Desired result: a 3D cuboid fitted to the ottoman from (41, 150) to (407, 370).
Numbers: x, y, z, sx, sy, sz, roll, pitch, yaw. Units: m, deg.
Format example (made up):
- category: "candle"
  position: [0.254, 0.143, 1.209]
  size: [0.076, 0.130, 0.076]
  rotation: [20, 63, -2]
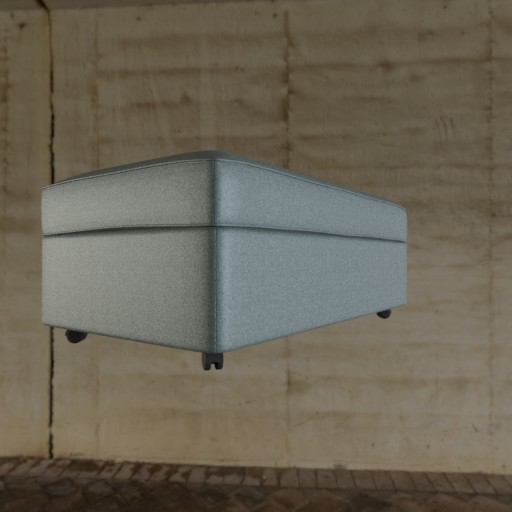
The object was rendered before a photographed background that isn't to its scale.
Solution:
- category: "ottoman"
  position: [0.000, 0.000, 1.516]
  size: [0.681, 0.494, 1.173]
  rotation: [0, 0, 37]
